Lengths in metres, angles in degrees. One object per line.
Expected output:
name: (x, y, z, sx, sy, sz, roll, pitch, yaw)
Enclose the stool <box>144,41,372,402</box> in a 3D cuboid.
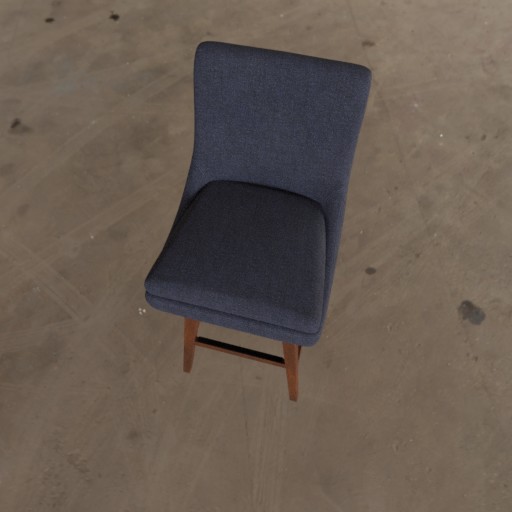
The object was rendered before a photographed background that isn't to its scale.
stool: (0.000, 0.000, 1.397, 0.489, 1.068, 0.572, 13, 59, 8)
